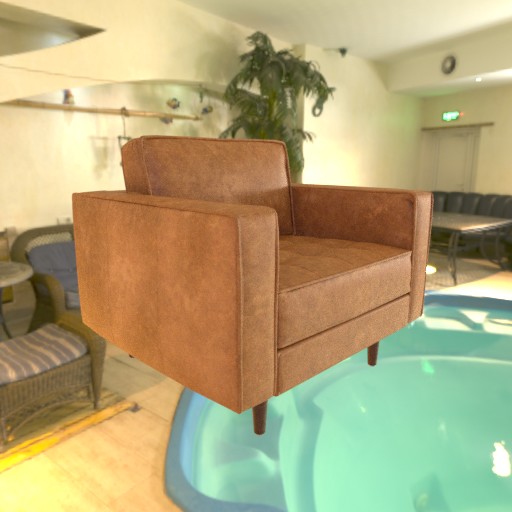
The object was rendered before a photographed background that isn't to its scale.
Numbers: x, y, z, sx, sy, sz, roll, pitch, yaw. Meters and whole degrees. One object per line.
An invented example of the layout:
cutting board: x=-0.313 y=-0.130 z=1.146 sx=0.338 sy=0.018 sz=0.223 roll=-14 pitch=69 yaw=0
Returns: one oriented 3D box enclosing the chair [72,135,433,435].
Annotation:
chair: x=0.000 y=0.000 z=1.464 sx=0.928 sy=0.767 sz=0.798 roll=-12 pitch=17 yaw=-44
